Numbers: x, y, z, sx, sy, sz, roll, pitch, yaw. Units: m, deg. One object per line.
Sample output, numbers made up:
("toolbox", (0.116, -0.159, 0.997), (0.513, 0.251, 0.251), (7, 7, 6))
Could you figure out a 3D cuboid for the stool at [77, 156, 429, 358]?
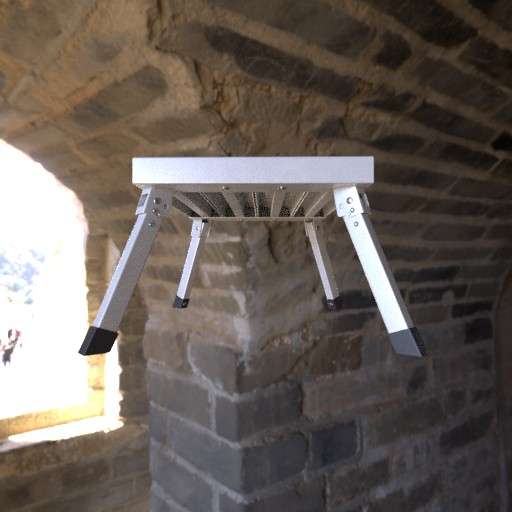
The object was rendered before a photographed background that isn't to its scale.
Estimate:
("stool", (0.000, 0.000, 0.741), (0.385, 0.225, 0.535), (0, -1, 1))
